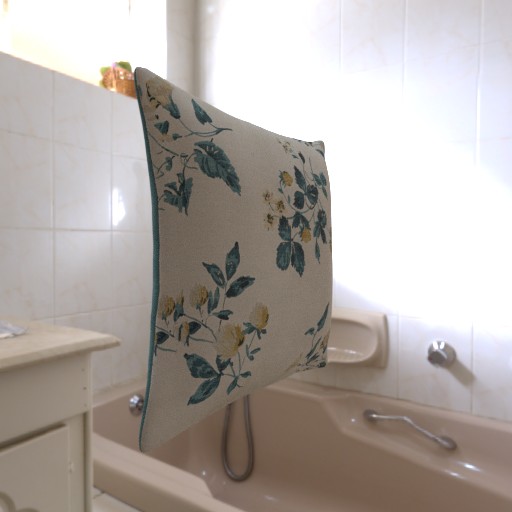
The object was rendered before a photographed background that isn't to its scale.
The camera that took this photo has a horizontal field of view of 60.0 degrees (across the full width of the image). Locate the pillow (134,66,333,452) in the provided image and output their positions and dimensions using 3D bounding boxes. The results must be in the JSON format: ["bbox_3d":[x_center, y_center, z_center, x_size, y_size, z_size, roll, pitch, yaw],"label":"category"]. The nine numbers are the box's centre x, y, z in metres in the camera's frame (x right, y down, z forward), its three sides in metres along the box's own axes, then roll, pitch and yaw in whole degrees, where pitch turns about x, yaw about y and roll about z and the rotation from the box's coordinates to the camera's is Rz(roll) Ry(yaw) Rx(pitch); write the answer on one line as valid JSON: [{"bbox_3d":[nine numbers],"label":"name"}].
[{"bbox_3d":[0.000,0.000,0.787,0.166,0.507,0.526,1,2,36],"label":"pillow"}]
